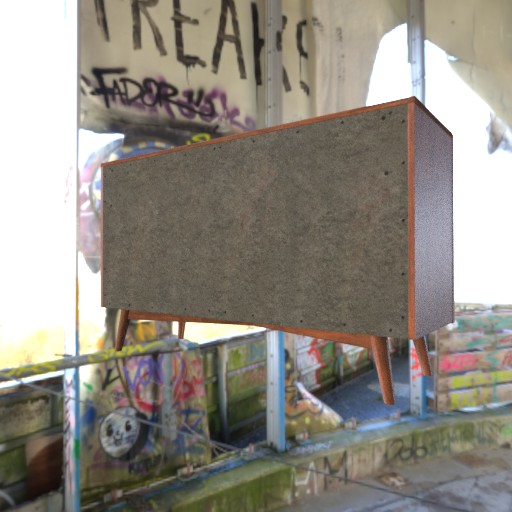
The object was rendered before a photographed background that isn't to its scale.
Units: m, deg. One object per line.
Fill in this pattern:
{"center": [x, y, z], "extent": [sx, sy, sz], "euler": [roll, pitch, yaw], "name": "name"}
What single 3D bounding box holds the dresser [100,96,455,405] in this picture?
{"center": [0.000, 0.000, 1.879], "extent": [1.472, 0.889, 0.500], "euler": [0, -1, 36], "name": "dresser"}
